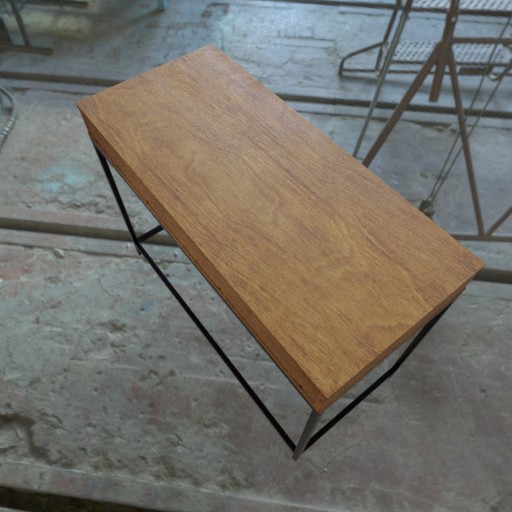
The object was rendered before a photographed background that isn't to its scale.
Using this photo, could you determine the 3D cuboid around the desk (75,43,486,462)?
[{"bbox_3d":[0.000,0.000,1.402,0.470,0.762,1.016,-33,63,-19],"label":"desk"}]
